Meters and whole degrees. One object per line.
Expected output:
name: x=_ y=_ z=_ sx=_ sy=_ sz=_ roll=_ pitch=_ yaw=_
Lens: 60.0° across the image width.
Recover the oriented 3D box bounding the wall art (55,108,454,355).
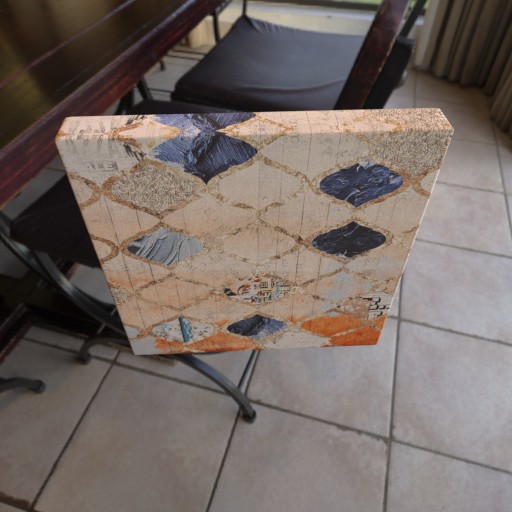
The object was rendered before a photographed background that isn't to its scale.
wall art: x=0.000 y=0.000 z=0.456 sx=0.303 sy=0.304 sz=0.036 roll=-2 pitch=46 yaw=-2
